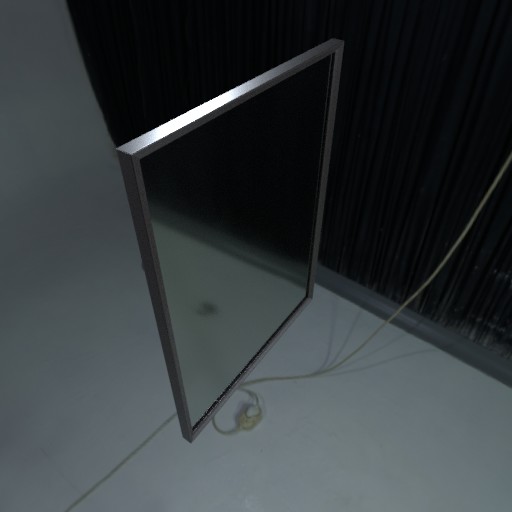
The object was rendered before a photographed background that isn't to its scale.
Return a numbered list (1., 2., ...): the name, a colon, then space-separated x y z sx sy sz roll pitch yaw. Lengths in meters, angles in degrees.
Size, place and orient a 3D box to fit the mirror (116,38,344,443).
1. mirror: 0.000 0.000 1.304 0.041 1.016 0.762 25 47 26
